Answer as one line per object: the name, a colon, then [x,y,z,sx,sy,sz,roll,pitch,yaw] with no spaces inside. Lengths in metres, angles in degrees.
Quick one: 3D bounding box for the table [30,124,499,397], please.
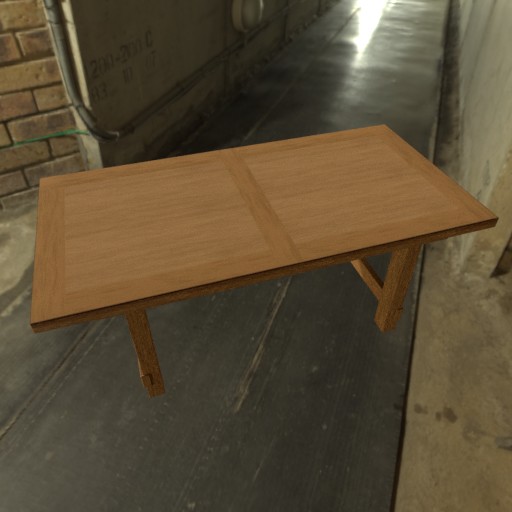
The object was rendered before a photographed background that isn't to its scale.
table: [0.000,0.000,2.373,1.982,0.762,1.000,-12,43,-13]
